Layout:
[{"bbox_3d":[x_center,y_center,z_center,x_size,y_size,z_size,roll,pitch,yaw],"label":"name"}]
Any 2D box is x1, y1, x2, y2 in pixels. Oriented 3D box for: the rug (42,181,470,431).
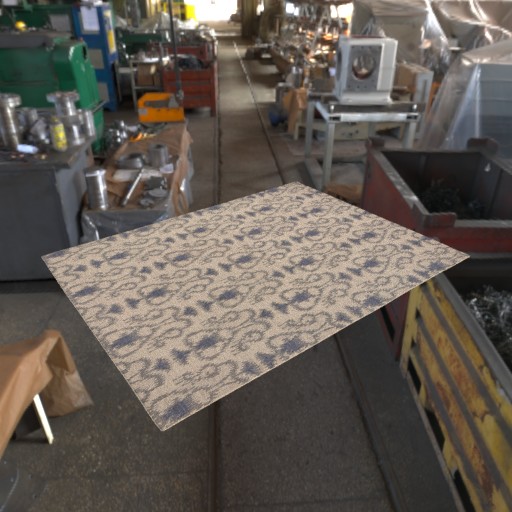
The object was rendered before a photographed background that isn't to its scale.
[{"bbox_3d":[0.000,0.000,4.146,3.205,0.015,2.437,-21,36,-32],"label":"rug"}]
